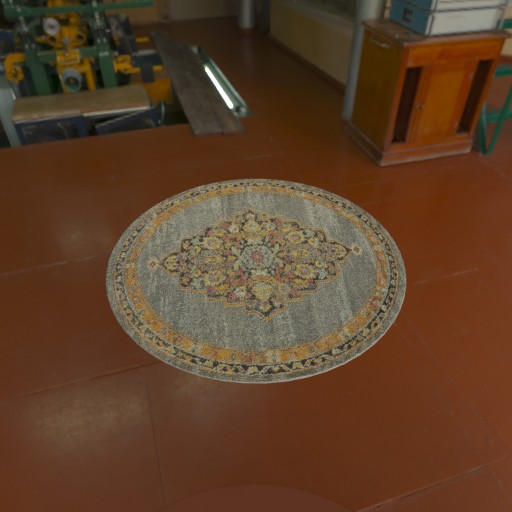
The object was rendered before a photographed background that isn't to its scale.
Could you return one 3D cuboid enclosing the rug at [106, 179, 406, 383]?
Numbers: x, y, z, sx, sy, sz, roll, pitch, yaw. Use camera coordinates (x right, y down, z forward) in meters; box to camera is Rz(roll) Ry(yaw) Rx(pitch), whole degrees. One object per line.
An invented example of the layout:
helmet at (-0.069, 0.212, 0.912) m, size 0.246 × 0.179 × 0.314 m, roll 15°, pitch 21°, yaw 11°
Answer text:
rug at (0.000, 0.000, 2.435) m, size 1.598 × 0.010 × 1.598 m, roll 0°, pitch 41°, yaw 0°
